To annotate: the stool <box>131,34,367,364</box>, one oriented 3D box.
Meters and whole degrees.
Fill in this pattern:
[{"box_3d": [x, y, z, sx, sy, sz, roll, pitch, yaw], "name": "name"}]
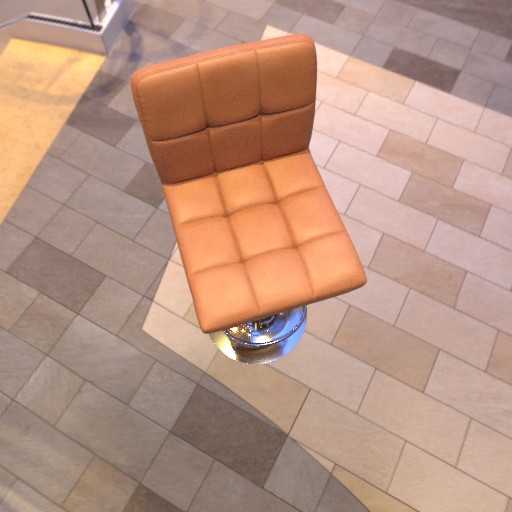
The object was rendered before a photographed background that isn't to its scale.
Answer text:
[{"box_3d": [0.000, 0.000, 1.350, 0.430, 1.115, 0.505, -16, 65, -7], "name": "stool"}]
